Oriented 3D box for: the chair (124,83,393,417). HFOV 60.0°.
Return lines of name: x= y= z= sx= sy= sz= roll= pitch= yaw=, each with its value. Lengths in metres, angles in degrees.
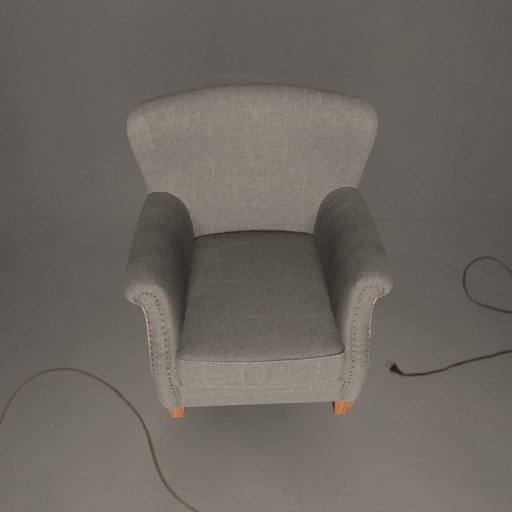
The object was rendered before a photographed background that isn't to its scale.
chair: x=0.000 y=0.000 z=1.637 sx=0.861 sy=0.936 sz=0.921 roll=-2 pitch=46 yaw=-2
